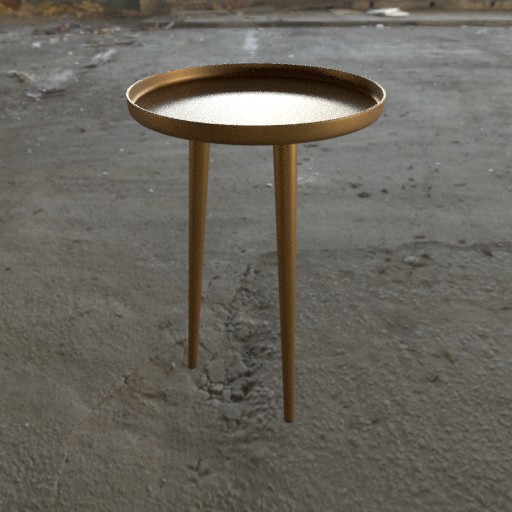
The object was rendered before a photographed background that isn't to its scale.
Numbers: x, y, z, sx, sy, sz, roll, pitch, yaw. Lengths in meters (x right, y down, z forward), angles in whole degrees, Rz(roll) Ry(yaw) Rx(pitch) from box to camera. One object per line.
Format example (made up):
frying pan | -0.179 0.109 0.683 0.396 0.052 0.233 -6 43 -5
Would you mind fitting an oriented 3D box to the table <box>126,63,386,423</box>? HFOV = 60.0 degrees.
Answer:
table | 0.000 0.000 0.656 0.299 0.480 0.299 0 34 0
